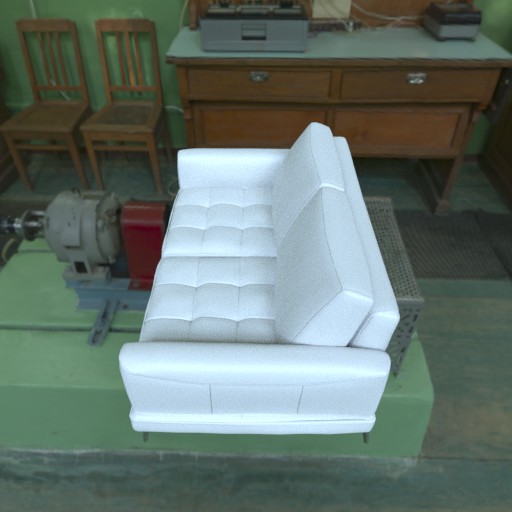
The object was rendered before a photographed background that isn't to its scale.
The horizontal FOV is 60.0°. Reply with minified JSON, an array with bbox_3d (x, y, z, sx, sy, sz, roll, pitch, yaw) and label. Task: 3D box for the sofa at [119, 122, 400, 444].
[{"bbox_3d":[0.000,0.000,2.451,1.121,0.930,1.819,0,41,0],"label":"sofa"}]
